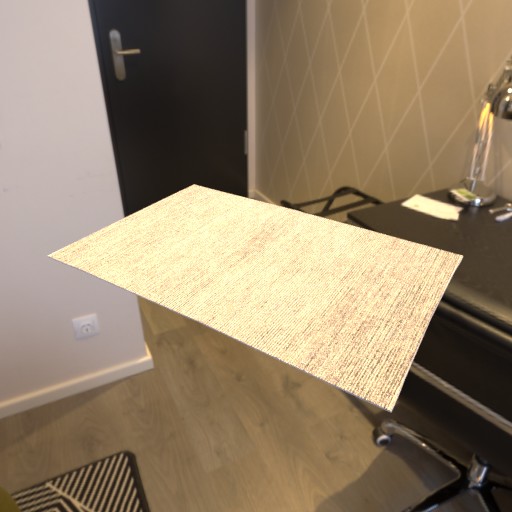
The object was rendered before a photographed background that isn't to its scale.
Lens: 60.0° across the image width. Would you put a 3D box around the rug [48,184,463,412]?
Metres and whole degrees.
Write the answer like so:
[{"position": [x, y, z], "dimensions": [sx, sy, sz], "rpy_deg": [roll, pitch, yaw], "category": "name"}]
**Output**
[{"position": [0.000, 0.000, 2.235], "dimensions": [1.773, 0.021, 1.149], "rpy_deg": [19, 36, 28], "category": "rug"}]
